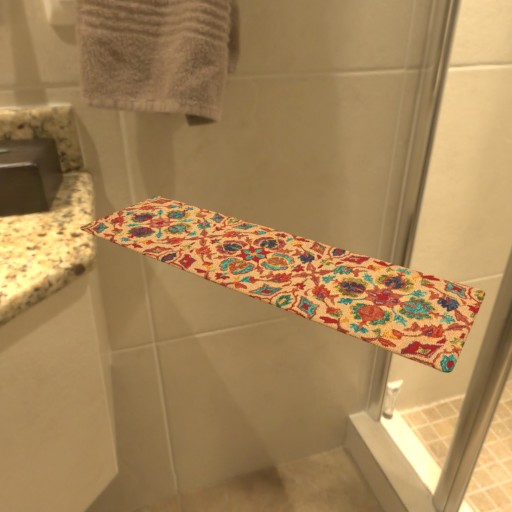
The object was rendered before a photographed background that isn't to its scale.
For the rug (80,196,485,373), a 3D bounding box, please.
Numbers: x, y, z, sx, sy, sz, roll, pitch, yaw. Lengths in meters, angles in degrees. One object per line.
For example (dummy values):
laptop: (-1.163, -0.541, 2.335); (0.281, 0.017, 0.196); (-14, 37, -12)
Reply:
rug: (0.000, 0.000, 2.491); (2.273, 0.016, 0.693); (18, 34, 30)
